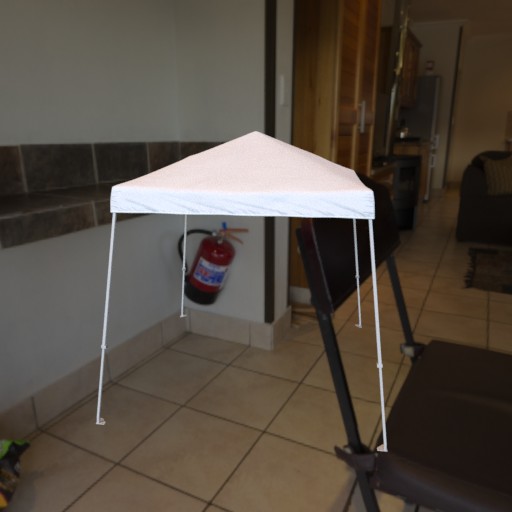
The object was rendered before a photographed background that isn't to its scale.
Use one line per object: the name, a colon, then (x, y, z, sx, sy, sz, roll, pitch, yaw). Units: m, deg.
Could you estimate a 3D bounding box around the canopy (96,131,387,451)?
canopy: (0.000, 0.000, 5.254, 2.848, 2.849, 2.849, 2, 15, 8)
